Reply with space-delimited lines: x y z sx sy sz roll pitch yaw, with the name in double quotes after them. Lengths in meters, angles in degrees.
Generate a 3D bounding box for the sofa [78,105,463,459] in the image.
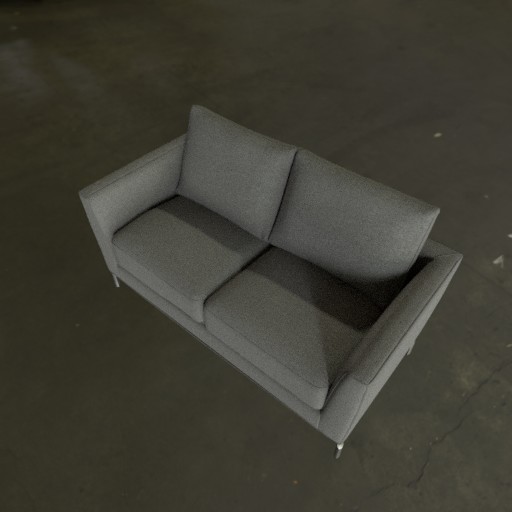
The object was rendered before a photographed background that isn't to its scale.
0.000 0.000 2.138 1.594 0.924 0.803 31 53 27 "sofa"
